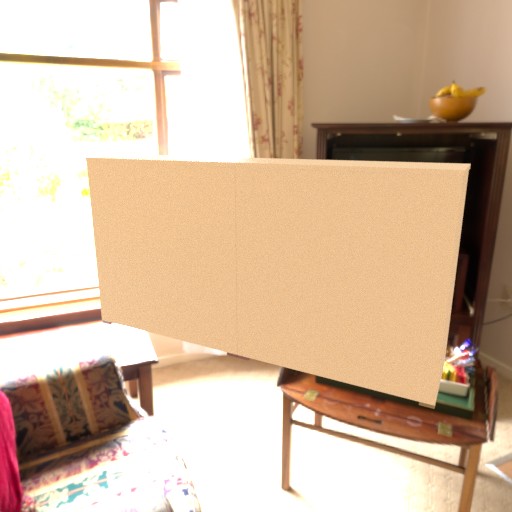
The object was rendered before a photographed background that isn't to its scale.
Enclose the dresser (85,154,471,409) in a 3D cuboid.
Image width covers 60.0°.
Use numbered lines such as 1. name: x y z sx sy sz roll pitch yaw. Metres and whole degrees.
1. dresser: 0.000 0.000 1.867 1.535 0.790 0.333 8 17 27
